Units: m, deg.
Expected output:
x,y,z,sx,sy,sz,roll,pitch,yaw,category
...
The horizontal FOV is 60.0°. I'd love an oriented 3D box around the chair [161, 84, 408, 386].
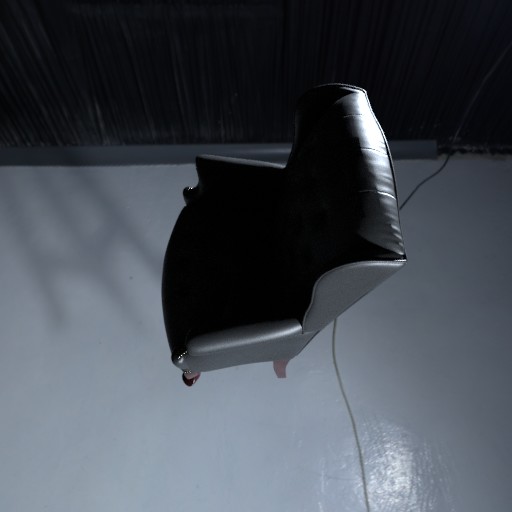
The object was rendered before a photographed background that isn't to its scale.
x,y,z,sx,sy,sz,roll,pitch,yaw,category
0.000,0.000,1.686,0.762,1.111,0.838,-2,58,-1,chair
